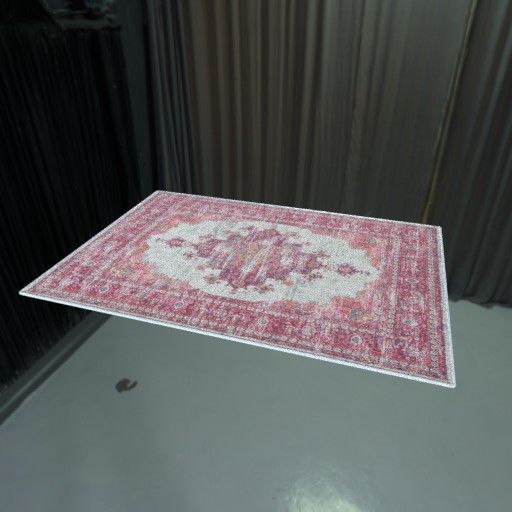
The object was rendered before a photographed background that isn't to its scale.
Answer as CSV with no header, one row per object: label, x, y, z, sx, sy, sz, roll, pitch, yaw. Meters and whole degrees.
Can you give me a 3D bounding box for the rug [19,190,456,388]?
rug,0.000,0.000,2.165,1.747,0.011,1.217,9,31,15
